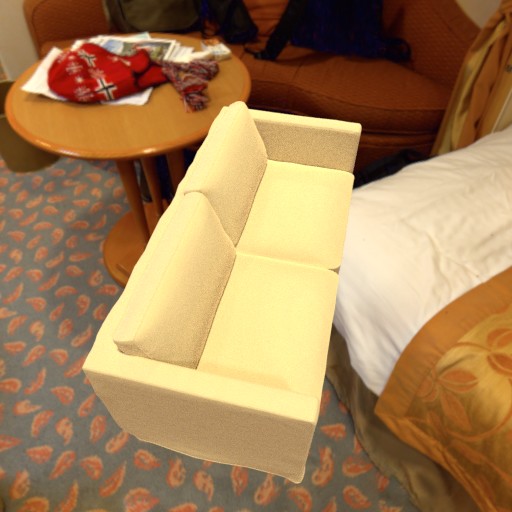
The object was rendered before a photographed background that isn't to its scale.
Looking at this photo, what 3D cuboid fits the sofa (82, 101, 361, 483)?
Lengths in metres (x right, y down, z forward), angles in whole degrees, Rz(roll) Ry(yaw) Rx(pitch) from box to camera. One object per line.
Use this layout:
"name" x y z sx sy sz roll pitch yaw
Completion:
"sofa" 0.000 0.000 2.477 0.940 0.870 1.987 10 50 9
